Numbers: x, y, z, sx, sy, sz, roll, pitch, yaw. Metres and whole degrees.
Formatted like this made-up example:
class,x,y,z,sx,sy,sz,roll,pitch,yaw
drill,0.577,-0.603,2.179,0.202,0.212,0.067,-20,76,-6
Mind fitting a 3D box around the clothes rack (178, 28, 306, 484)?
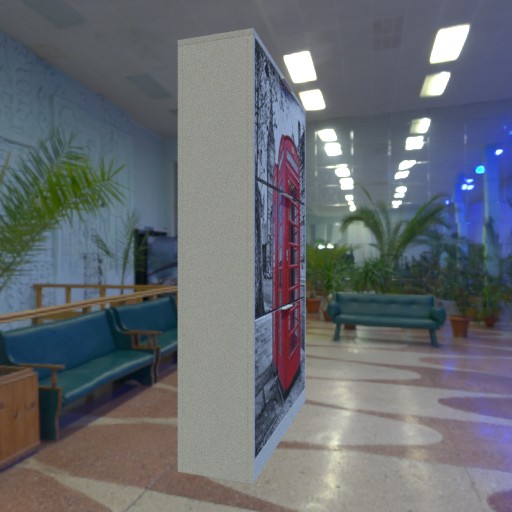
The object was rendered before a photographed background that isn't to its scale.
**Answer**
class,x,y,z,sx,sy,sz,roll,pitch,yaw
clothes rack,0.000,0.000,1.635,0.250,1.280,0.750,0,0,18
